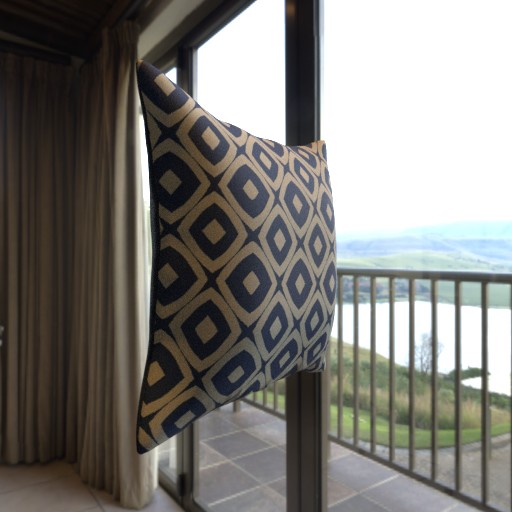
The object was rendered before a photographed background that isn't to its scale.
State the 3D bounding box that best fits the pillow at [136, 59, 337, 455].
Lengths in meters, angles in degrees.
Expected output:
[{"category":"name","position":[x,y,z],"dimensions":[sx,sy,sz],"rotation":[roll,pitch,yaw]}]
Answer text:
[{"category":"pillow","position":[0.000,0.000,0.754],"dimensions":[0.188,0.494,0.504],"rotation":[0,0,36]}]
